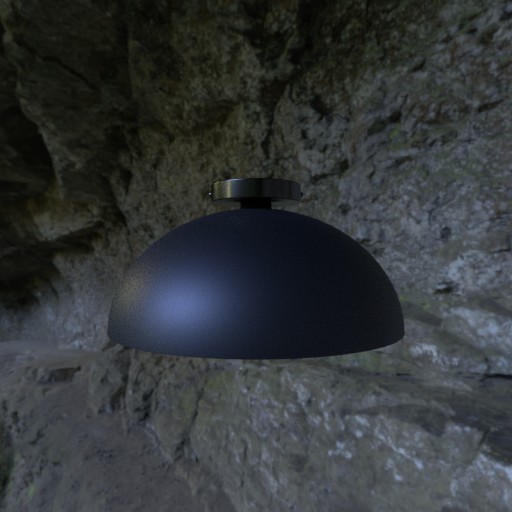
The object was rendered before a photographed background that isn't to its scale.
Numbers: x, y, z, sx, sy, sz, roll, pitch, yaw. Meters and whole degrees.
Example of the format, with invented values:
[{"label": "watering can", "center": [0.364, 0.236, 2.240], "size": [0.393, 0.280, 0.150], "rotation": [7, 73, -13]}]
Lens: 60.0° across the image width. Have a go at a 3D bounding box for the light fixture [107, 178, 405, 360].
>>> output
[{"label": "light fixture", "center": [0.000, 0.000, 0.557], "size": [0.355, 0.177, 0.355], "rotation": [0, 0, 0]}]
